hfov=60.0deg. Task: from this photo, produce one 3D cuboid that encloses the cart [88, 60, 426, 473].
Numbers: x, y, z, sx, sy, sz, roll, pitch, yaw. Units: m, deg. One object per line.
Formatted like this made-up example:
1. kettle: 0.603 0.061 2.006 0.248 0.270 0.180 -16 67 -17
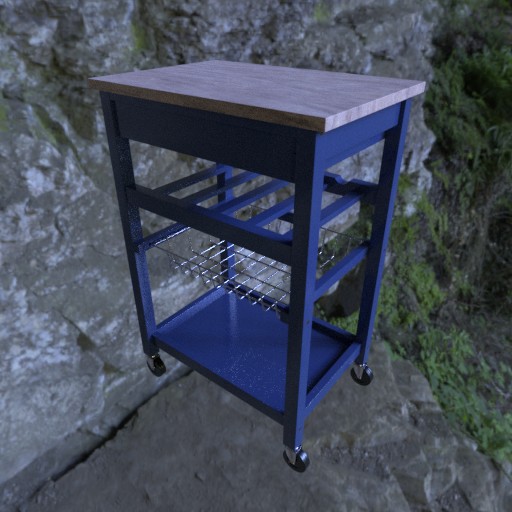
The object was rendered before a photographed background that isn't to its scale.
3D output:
1. cart: 0.000 0.000 1.123 0.584 0.839 0.403 22 37 32
